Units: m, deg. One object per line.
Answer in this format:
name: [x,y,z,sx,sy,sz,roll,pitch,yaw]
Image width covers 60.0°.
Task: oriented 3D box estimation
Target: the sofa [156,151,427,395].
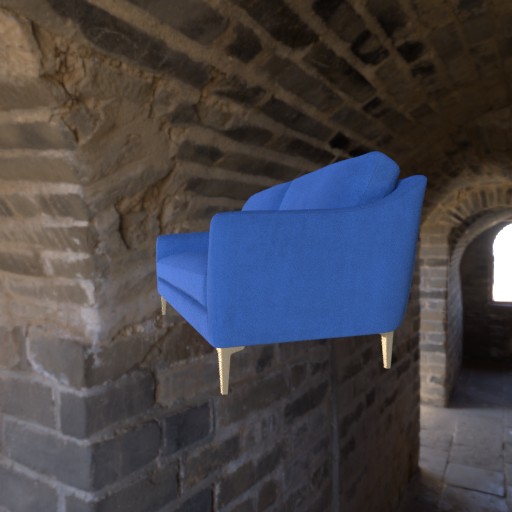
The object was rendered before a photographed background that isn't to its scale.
sofa: [0.000,0.000,2.533,0.960,0.903,2.036,0,1,-18]
